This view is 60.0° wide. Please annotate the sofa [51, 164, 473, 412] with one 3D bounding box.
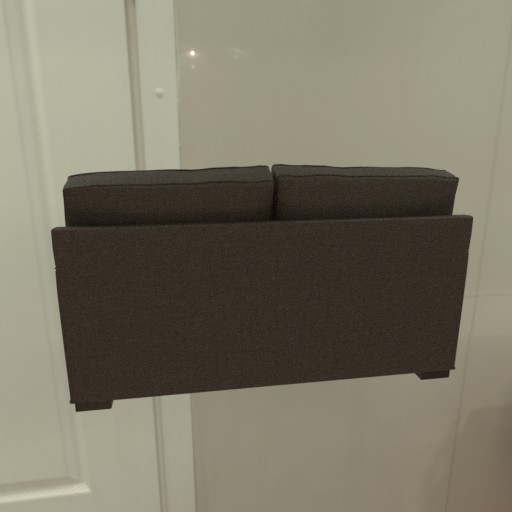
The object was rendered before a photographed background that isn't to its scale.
[{"bbox_3d":[0.000,0.000,2.086,1.534,0.887,0.974,-2,15,-9],"label":"sofa"}]
